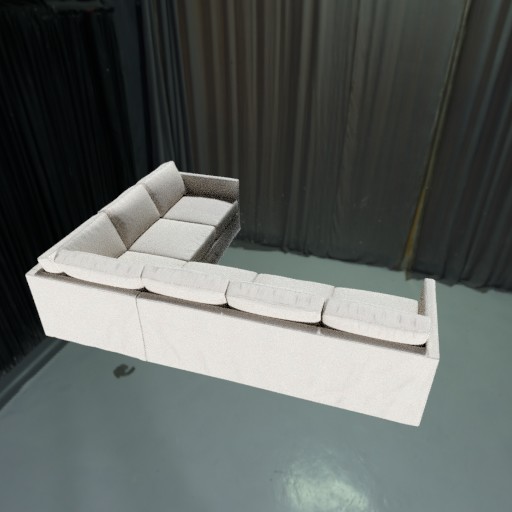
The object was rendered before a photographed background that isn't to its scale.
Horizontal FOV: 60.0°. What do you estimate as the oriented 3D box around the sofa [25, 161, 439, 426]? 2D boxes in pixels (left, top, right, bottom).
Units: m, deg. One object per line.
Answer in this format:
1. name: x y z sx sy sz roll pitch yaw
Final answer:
1. sofa: 0.000 0.000 4.279 3.182 0.871 2.432 9 33 15
